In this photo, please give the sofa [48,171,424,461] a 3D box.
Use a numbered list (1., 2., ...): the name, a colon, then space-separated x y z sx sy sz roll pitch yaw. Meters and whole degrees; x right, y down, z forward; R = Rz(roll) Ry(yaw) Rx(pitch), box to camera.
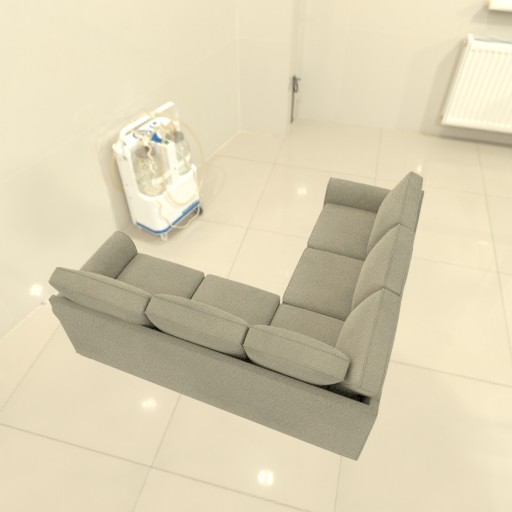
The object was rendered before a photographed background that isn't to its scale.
1. sofa: 0.000 0.000 4.007 2.562 1.053 2.487 16 48 15
